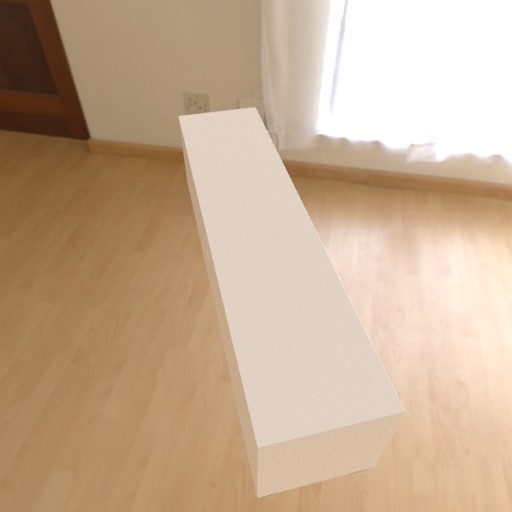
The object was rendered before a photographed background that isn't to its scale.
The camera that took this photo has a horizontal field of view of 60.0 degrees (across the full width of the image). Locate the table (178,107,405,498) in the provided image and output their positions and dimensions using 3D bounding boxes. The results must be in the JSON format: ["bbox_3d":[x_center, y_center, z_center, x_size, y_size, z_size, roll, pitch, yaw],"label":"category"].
[{"bbox_3d":[0.000,0.000,1.810,0.390,0.420,1.650,-10,47,-9],"label":"table"}]
